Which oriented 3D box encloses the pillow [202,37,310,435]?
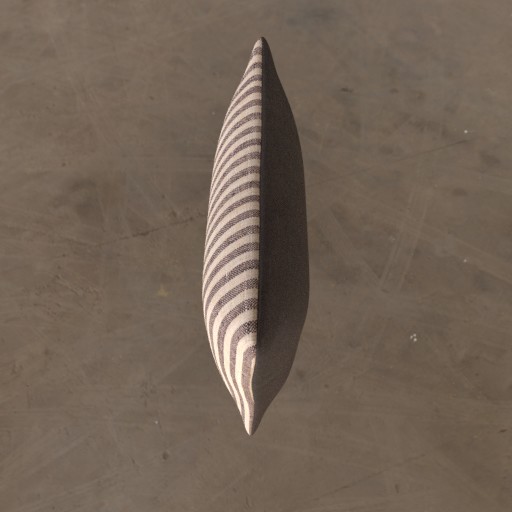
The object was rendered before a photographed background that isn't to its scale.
[{"bbox_3d":[0.000,0.000,0.781,0.166,0.506,0.523,1,59,1],"label":"pillow"}]
